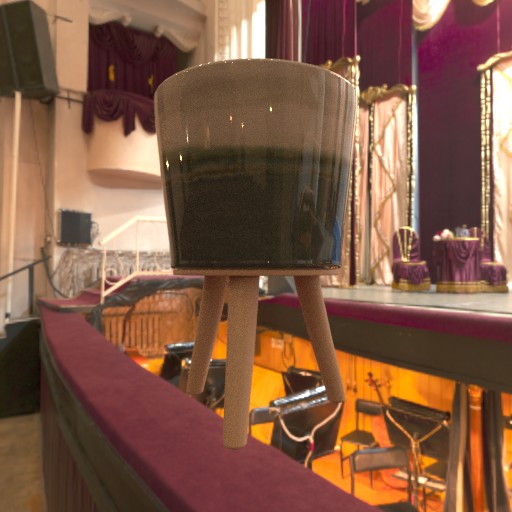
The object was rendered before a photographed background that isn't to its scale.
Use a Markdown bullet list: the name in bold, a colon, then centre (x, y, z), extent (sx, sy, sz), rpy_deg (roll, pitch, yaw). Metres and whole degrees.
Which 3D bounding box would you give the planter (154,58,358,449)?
- **planter**: centre (0.000, 0.000, 0.477), extent (0.217, 0.331, 0.217), rpy_deg (1, -2, -36)
